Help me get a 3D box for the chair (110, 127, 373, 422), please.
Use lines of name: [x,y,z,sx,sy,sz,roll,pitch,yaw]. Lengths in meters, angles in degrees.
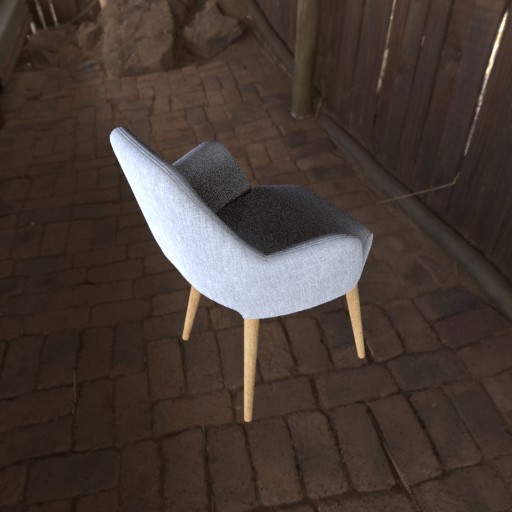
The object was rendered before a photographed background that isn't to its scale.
chair: [0.000,0.000,1.240,0.610,0.840,0.590,-25,46,-27]
